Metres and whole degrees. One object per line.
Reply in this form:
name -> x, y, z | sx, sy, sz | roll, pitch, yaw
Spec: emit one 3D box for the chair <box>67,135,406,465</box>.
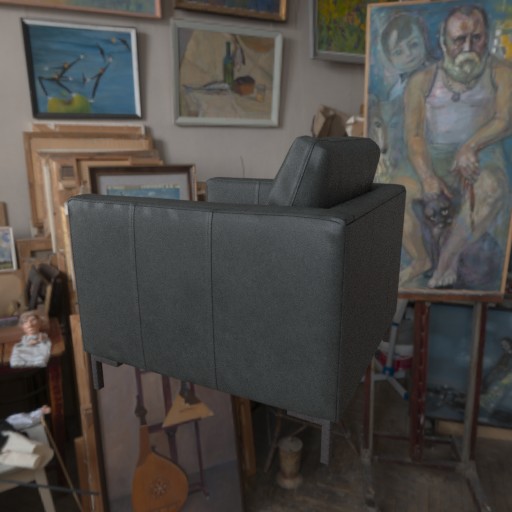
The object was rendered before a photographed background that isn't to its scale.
chair -> 0.000, 0.000, 1.510 | 0.861, 0.824, 0.967 | 7, 16, 26
